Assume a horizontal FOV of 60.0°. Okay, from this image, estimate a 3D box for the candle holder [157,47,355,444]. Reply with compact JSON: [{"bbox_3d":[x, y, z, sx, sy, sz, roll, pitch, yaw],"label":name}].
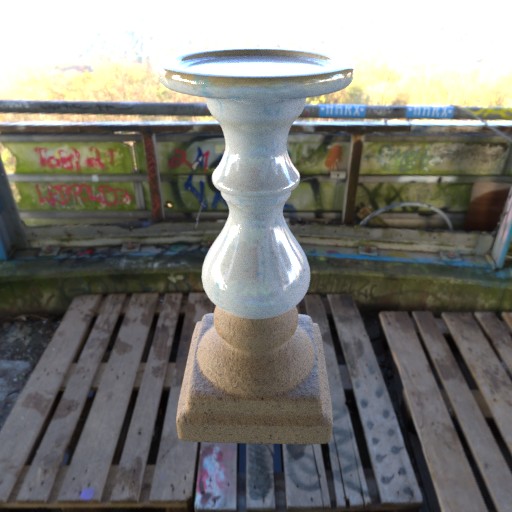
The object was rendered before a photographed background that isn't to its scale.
[{"bbox_3d":[0.000,0.000,0.292,0.110,0.239,0.110,1,32,1],"label":"candle holder"}]
